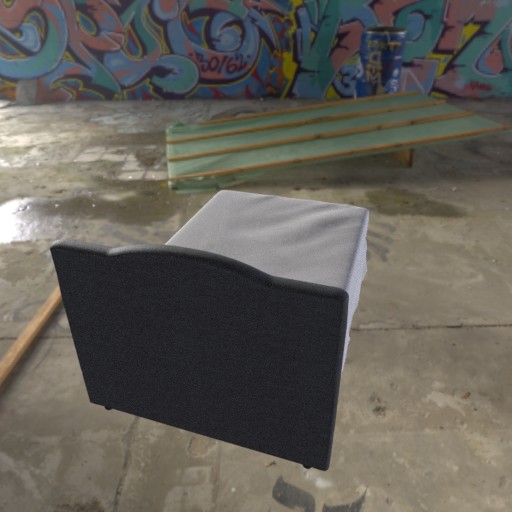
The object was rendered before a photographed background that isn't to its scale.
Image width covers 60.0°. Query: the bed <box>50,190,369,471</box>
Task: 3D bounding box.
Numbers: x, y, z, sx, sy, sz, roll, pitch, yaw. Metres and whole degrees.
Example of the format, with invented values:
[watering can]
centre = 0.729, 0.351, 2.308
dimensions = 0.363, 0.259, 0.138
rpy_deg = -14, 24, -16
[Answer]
[bed]
centre = 0.000, 0.000, 3.610
dimensions = 1.747, 1.441, 2.507
rpy_deg = 10, 32, 16
